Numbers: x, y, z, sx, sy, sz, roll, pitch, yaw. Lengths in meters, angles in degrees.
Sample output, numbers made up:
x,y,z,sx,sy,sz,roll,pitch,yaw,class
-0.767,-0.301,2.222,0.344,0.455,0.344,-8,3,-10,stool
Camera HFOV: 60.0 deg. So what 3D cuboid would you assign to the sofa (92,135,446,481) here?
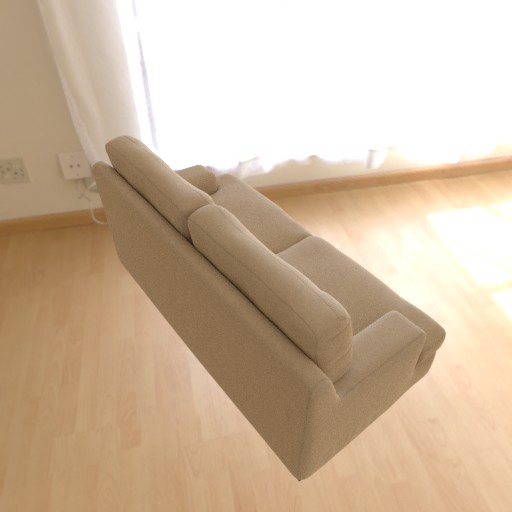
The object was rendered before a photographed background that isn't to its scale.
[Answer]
x,y,z,sx,sy,sz,roll,pitch,yaw,class
0.000,0.000,2.412,0.962,0.967,1.885,-27,49,-27,sofa
